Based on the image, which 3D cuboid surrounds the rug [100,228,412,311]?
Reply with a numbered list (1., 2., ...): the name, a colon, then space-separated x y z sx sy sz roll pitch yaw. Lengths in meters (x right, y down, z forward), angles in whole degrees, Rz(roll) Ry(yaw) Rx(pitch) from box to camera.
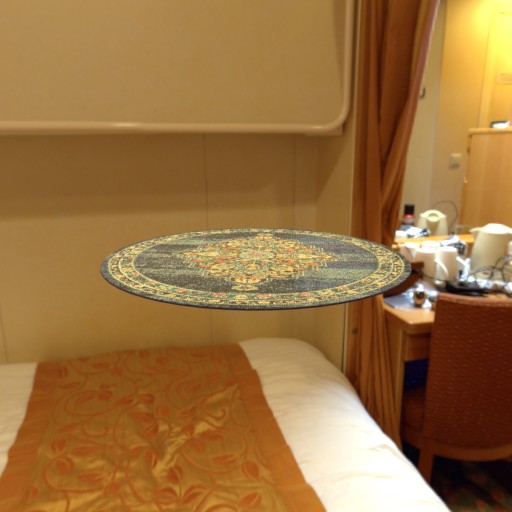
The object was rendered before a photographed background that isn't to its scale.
1. rug: 0.000 0.000 3.586 2.386 0.014 2.386 0 14 0
